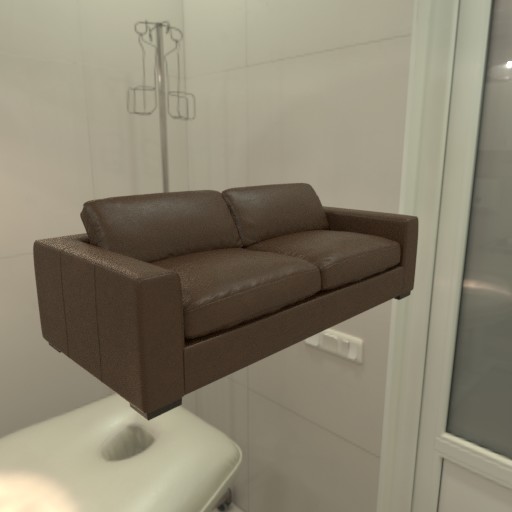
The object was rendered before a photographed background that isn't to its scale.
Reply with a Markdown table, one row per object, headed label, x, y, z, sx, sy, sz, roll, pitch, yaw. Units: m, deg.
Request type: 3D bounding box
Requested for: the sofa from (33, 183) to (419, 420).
| label | x | y | z | sx | sy | sz | roll | pitch | yaw |
| --- | --- | --- | --- | --- | --- | --- | --- | --- | --- |
| sofa | 0.000 | 0.000 | 2.748 | 1.070 | 0.801 | 2.262 | 13 | 18 | 43 |
